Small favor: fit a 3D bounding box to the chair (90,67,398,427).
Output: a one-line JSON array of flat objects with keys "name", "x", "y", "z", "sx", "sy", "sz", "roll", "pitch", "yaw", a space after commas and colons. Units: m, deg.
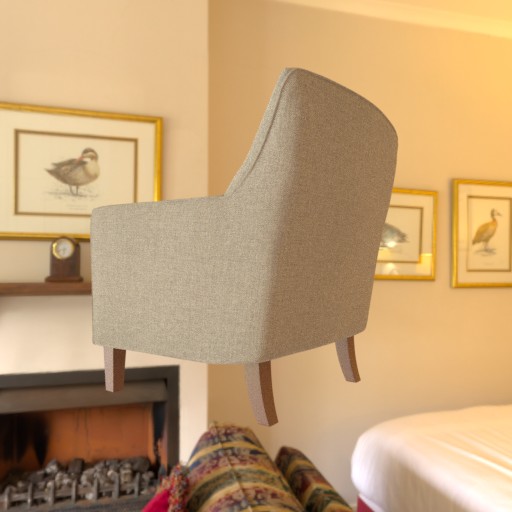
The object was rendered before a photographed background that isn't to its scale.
[{"name": "chair", "x": 0.000, "y": 0.000, "z": 1.788, "sx": 0.993, "sy": 1.047, "sz": 0.887, "roll": -1, "pitch": -2, "yaw": 36}]
